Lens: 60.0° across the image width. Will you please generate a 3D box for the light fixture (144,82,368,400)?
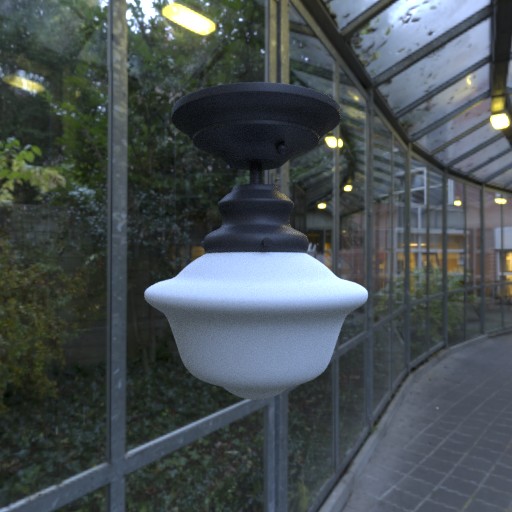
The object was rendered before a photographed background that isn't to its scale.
[{"bbox_3d":[0.000,0.000,0.400,0.197,0.254,0.197,0,-1,0],"label":"light fixture"}]
